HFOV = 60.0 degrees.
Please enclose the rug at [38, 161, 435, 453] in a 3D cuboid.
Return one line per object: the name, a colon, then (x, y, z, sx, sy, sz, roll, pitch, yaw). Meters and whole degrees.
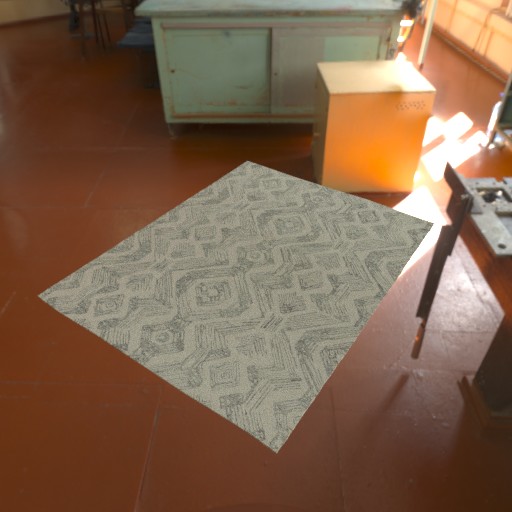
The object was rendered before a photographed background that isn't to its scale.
rug: (0.000, 0.000, 4.200, 2.430, 0.030, 3.054, 24, 45, 27)
